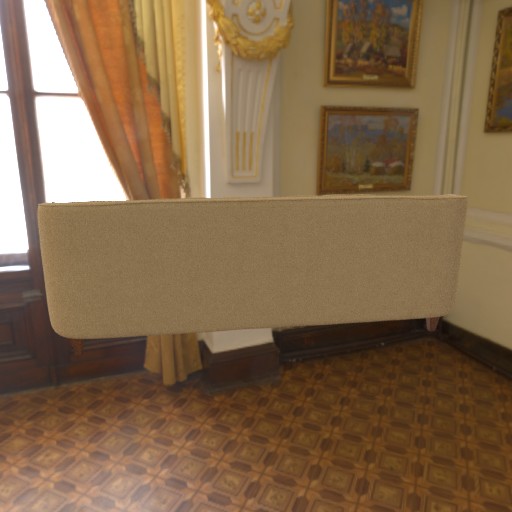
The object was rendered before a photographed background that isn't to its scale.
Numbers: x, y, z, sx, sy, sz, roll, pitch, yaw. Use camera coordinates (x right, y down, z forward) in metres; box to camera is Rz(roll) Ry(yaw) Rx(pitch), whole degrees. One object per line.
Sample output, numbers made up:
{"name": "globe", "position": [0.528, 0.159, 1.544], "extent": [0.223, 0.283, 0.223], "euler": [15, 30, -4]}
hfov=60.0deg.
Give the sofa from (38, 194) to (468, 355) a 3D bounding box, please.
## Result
{"name": "sofa", "position": [0.000, 0.000, 2.631], "extent": [2.235, 0.788, 0.913], "euler": [-2, 14, -9]}
